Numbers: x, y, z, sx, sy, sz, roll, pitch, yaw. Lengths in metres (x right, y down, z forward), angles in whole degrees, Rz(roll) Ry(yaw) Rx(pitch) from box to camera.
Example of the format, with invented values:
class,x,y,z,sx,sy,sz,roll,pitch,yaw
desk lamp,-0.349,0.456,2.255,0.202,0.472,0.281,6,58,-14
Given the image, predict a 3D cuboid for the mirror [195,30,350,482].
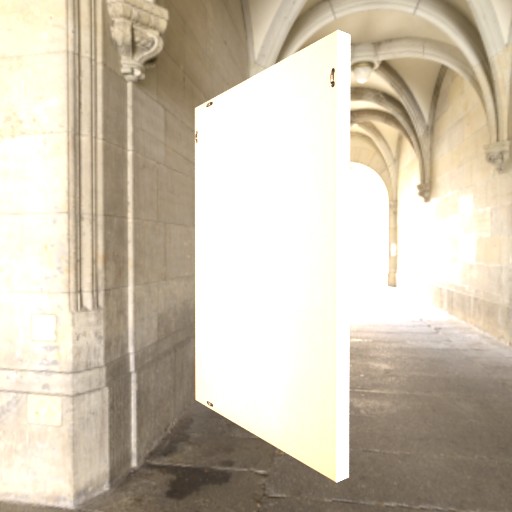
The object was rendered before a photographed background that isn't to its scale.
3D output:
class,x,y,z,sx,sy,sz,roll,pitch,yaw
mirror,0.000,0.000,1.152,0.041,0.915,0.609,-1,1,-36
